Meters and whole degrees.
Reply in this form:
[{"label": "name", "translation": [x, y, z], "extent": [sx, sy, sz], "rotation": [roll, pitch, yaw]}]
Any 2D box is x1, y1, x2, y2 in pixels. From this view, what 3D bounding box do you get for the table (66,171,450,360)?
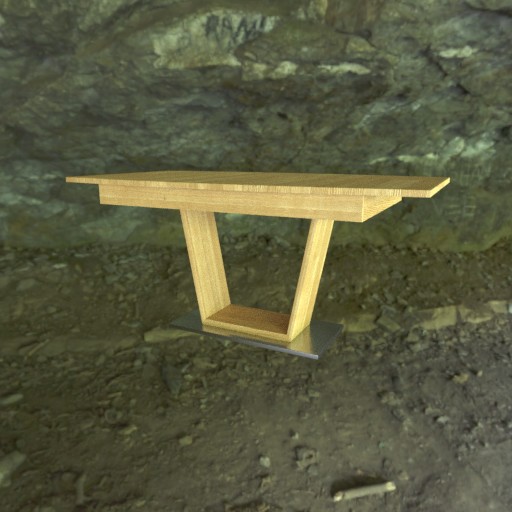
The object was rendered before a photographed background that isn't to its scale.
[{"label": "table", "translation": [0.000, 0.000, 2.132], "extent": [1.598, 0.748, 0.900], "rotation": [7, 15, 26]}]
